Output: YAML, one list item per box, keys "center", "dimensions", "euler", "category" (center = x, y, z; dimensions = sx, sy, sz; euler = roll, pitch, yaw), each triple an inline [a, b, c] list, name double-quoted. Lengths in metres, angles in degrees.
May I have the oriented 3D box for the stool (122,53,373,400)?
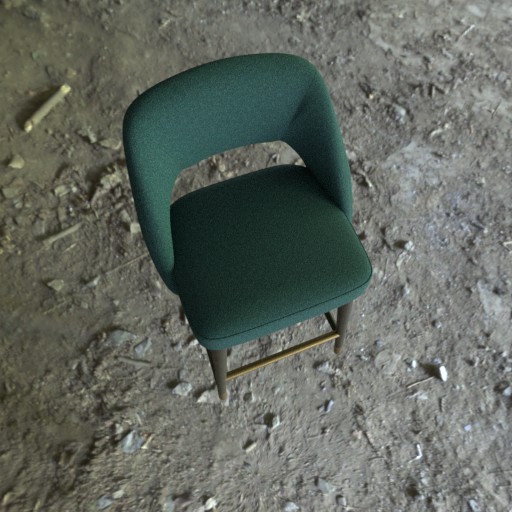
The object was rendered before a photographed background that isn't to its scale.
- center: [0.000, 0.000, 1.256]
  dimensions: [0.536, 0.939, 0.522]
  euler: [-19, 65, -9]
  category: "stool"
